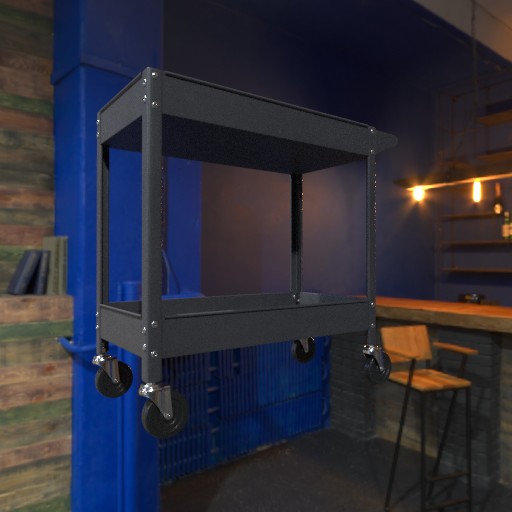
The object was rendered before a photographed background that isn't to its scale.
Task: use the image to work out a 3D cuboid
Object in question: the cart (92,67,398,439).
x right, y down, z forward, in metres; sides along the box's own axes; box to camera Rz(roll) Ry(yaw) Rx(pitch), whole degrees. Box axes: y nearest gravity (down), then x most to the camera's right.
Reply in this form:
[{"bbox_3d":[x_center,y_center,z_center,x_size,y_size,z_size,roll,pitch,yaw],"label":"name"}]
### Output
[{"bbox_3d":[0.000,0.000,1.205,0.779,0.719,0.366,0,-1,-36],"label":"cart"}]
